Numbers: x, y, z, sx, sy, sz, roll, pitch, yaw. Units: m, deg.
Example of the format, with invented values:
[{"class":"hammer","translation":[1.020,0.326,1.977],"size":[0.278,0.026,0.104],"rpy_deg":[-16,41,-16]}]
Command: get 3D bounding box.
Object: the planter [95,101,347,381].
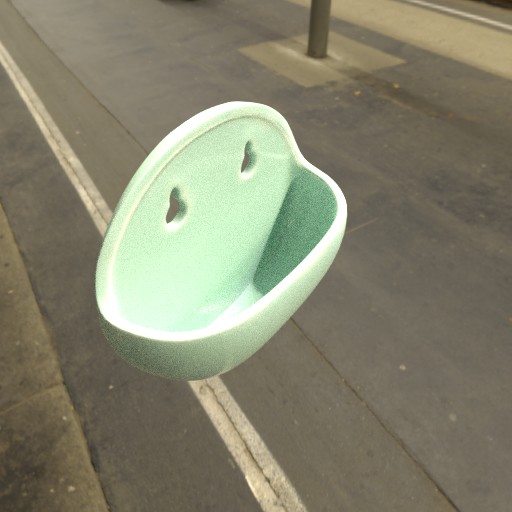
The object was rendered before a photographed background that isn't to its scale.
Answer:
[{"class":"planter","translation":[0.000,0.000,0.270],"size":[0.073,0.164,0.189],"rpy_deg":[26,48,26]}]
